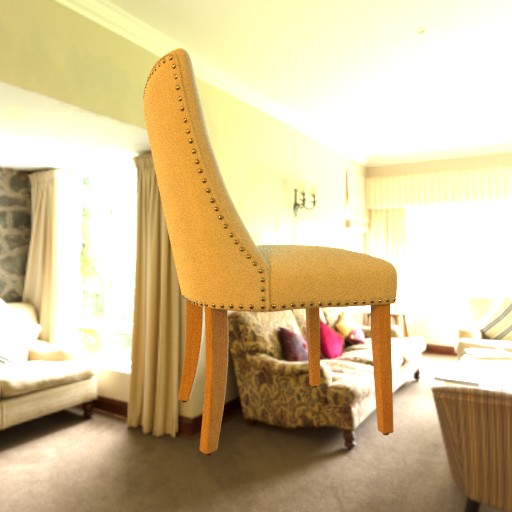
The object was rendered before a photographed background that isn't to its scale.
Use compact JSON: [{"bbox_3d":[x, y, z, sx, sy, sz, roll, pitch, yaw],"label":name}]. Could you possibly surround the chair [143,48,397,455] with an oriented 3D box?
[{"bbox_3d":[0.000,0.000,1.240,0.610,0.902,0.495,0,0,-17],"label":"chair"}]
